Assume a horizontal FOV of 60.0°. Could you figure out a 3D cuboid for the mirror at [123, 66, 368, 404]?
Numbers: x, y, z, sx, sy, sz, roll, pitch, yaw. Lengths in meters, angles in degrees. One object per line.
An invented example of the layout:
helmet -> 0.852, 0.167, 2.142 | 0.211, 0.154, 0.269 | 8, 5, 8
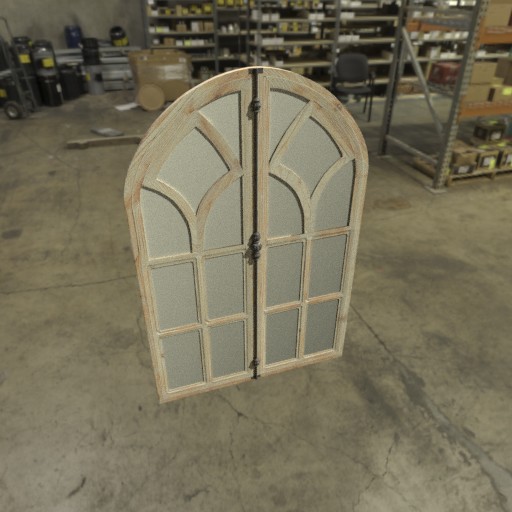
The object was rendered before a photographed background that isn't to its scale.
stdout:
mirror -> 0.000, 0.000, 1.156 | 0.609, 0.915, 0.032 | -10, 34, -16
